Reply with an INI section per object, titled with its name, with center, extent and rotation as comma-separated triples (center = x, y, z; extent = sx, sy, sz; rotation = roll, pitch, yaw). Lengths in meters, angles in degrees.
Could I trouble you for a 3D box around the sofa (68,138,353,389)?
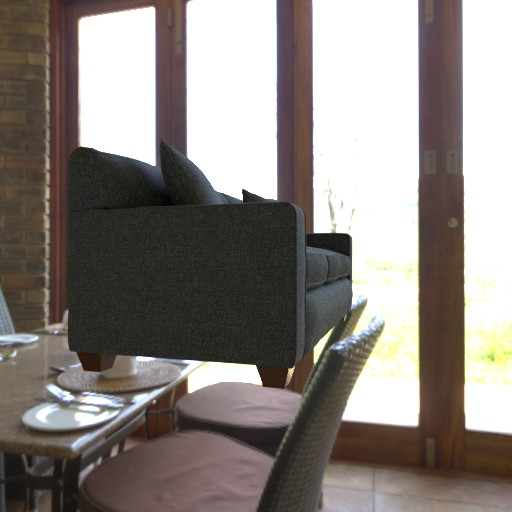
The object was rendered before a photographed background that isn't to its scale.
[sofa]
center = 0.000, 0.000, 2.603
extent = 0.997, 0.958, 2.024
rotation = 0, -1, 18
